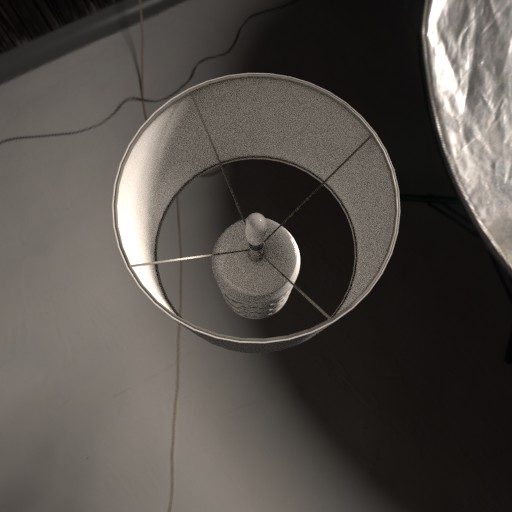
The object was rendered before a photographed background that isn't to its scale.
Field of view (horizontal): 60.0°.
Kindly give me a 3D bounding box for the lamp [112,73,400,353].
[{"bbox_3d":[0.000,0.000,0.714,0.310,0.502,0.310,0,76,0],"label":"lamp"}]
